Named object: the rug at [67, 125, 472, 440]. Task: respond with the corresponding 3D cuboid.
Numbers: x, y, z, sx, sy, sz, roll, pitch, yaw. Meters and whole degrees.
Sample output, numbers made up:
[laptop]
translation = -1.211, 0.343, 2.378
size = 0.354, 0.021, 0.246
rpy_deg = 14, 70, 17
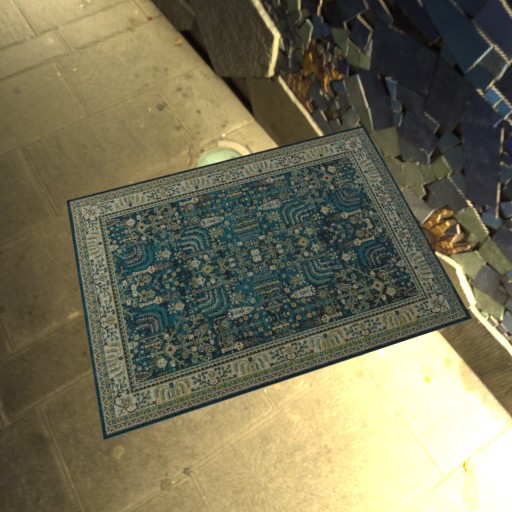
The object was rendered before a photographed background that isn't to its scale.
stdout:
[rug]
translation = 0.000, 0.000, 2.847
size = 2.213, 0.013, 1.594
rpy_deg = -16, 65, -8
